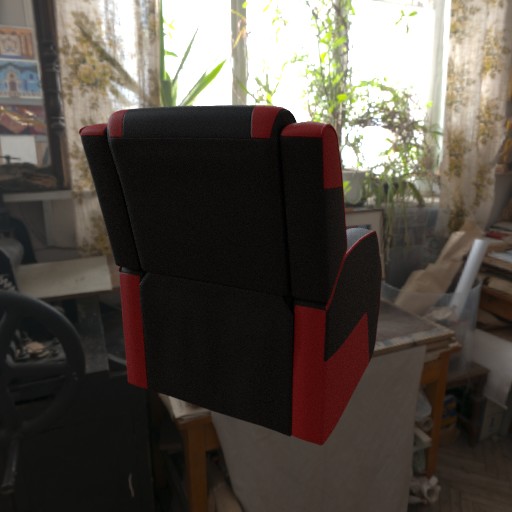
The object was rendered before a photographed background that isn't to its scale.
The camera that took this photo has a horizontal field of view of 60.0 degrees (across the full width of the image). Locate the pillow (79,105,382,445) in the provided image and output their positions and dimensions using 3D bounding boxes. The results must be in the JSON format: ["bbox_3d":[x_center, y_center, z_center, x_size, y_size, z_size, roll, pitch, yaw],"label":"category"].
[{"bbox_3d":[0.000,0.000,1.294,0.620,0.805,0.672,8,18,26],"label":"pillow"}]
